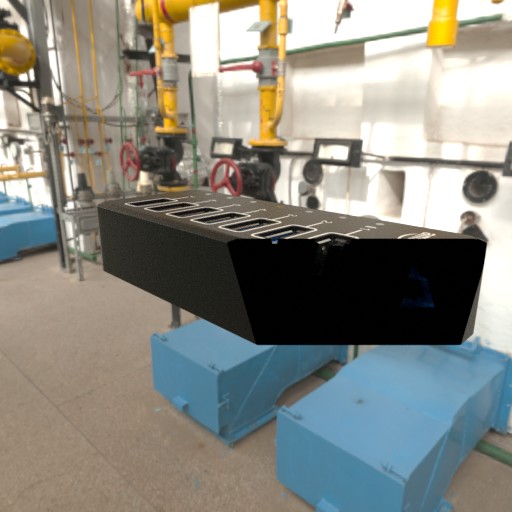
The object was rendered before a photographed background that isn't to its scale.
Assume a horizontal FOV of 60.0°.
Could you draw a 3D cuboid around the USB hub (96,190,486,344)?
[{"bbox_3d":[0.000,0.000,0.127,0.044,0.023,0.110,-16,23,-42],"label":"USB hub"}]
